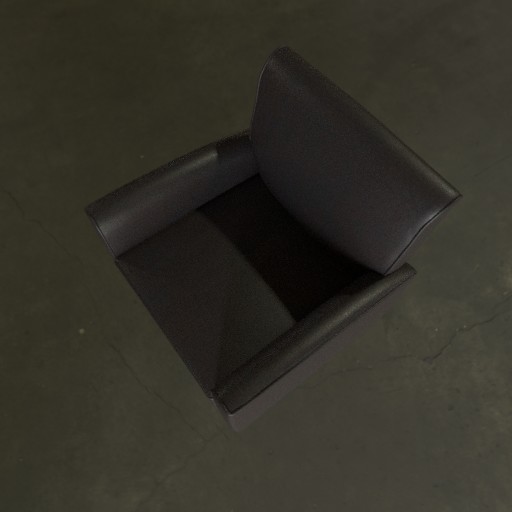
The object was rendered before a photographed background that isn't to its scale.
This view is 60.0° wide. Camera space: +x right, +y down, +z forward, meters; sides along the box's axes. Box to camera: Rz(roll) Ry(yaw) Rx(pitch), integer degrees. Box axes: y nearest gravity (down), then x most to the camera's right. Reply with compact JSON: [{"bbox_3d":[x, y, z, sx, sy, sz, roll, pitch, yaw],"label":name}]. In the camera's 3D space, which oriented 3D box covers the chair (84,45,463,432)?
[{"bbox_3d":[0.000,0.000,1.561,0.819,0.916,0.820,-35,68,-16],"label":"chair"}]
